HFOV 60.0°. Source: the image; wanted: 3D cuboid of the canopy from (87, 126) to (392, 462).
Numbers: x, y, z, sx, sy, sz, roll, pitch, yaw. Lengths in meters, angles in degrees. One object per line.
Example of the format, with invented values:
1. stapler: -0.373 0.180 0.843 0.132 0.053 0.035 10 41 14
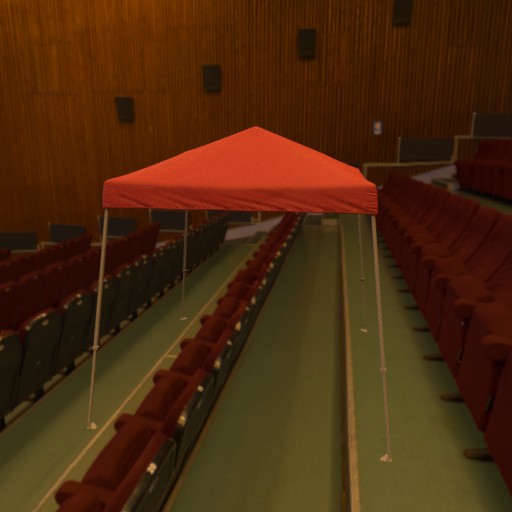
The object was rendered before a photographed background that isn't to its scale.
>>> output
1. canopy: 0.000 0.000 6.408 3.599 3.600 3.600 2 14 9
